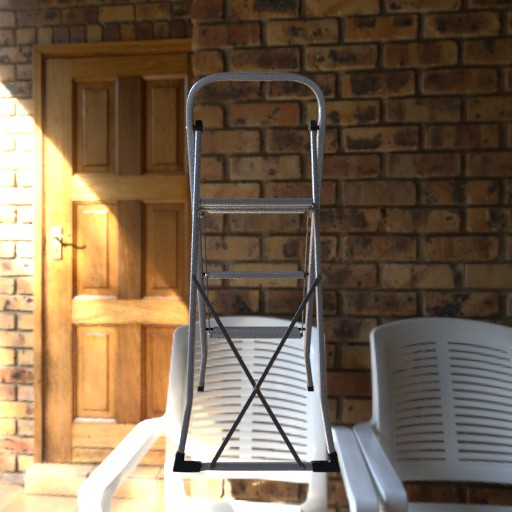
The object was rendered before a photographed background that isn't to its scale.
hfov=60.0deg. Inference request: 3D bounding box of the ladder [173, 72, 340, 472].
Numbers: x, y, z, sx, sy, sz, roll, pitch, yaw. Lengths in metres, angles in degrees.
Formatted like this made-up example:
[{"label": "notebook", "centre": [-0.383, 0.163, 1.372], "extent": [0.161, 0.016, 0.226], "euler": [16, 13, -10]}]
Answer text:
[{"label": "ladder", "centre": [0.000, 0.000, 1.437], "extent": [0.465, 1.070, 0.704], "euler": [0, 0, 0]}]
